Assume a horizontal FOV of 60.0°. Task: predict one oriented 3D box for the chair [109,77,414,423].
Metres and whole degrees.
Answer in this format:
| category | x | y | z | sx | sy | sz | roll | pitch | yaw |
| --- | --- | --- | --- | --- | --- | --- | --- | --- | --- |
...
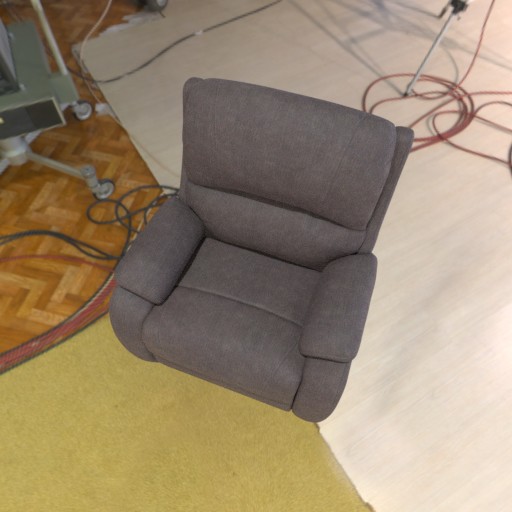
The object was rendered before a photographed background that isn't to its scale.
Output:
| category | x | y | z | sx | sy | sz | roll | pitch | yaw |
| --- | --- | --- | --- | --- | --- | --- | --- | --- | --- |
| chair | 0.000 | 0.000 | 1.738 | 0.930 | 1.011 | 0.899 | 17 | 60 | 11 |
